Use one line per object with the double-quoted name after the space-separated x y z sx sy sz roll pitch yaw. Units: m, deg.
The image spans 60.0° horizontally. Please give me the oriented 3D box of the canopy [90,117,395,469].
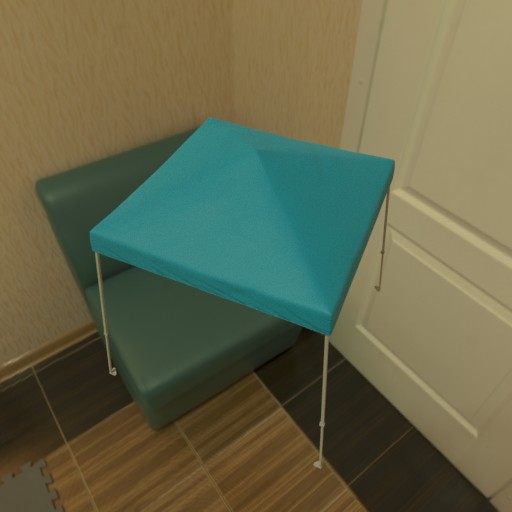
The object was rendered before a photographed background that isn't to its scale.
0.000 0.000 6.531 3.599 3.600 3.600 18 48 17 "canopy"
